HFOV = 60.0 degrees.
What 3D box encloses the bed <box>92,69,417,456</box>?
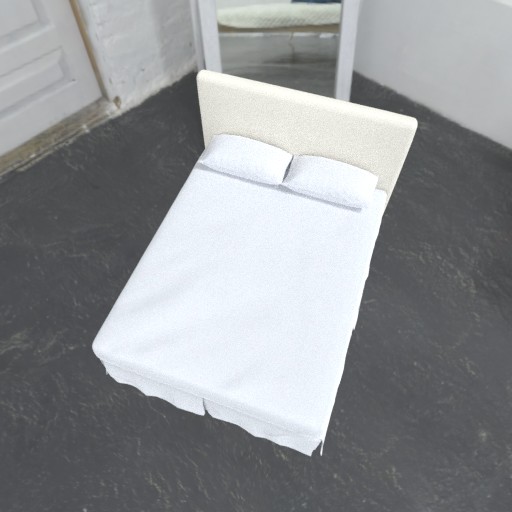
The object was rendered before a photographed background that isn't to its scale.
[{"bbox_3d":[0.000,0.000,3.230,1.713,1.330,2.142,17,60,10],"label":"bed"}]
